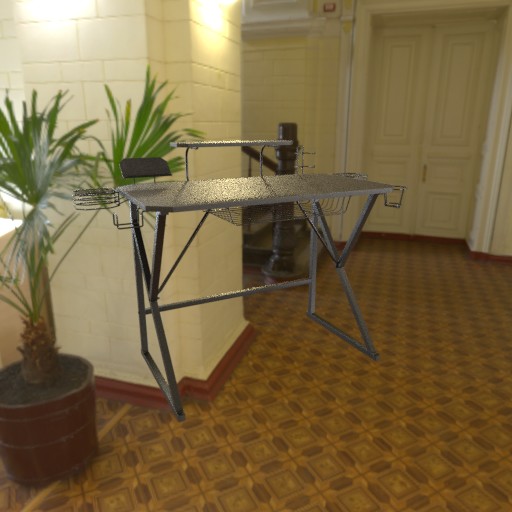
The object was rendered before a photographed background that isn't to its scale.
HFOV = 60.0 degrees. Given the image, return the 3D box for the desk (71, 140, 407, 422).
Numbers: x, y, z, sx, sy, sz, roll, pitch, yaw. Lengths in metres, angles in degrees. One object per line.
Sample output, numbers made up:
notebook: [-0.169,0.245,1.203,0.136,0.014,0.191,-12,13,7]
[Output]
desk: [0.000,0.000,1.787,1.290,0.880,0.580,-9,19,-26]
